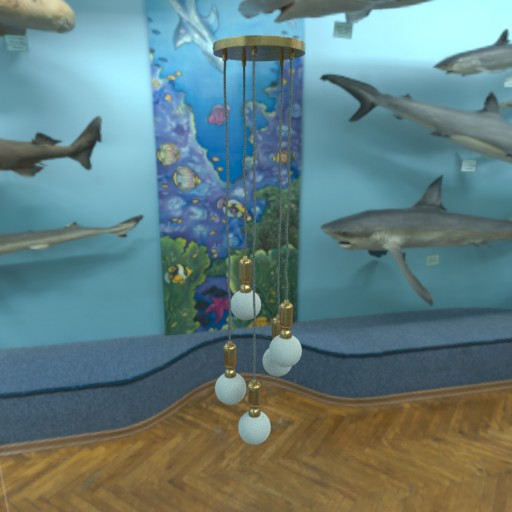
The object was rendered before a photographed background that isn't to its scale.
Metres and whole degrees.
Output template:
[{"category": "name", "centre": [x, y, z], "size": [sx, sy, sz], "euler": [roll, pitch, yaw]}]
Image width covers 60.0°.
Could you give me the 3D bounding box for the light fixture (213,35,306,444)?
[{"category": "light fixture", "centre": [0.000, 0.000, 0.523], "size": [0.105, 0.457, 0.108], "euler": [-3, 16, -9]}]
